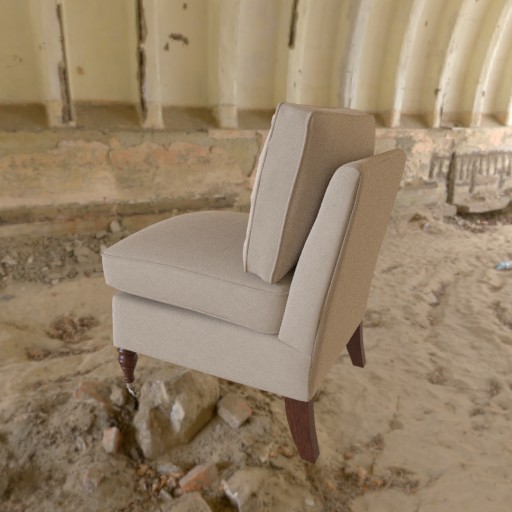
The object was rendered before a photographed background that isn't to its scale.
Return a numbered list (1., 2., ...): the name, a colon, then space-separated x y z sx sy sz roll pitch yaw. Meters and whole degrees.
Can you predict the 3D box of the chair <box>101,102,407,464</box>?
1. chair: 0.000 0.000 1.647 0.912 1.052 0.724 8 19 25
